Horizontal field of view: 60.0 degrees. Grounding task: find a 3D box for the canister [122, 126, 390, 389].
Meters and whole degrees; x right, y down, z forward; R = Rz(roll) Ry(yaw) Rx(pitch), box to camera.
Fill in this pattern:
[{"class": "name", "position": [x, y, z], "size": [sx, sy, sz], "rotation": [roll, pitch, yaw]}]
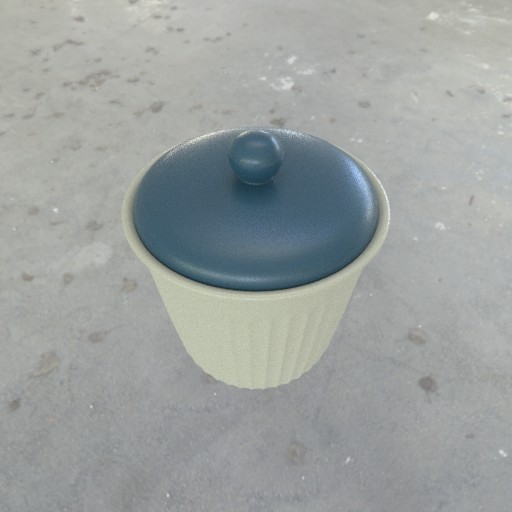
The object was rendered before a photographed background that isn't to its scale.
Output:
[{"class": "canister", "position": [0.000, 0.000, 0.346], "size": [0.181, 0.211, 0.181], "rotation": [0, 46, 0]}]
